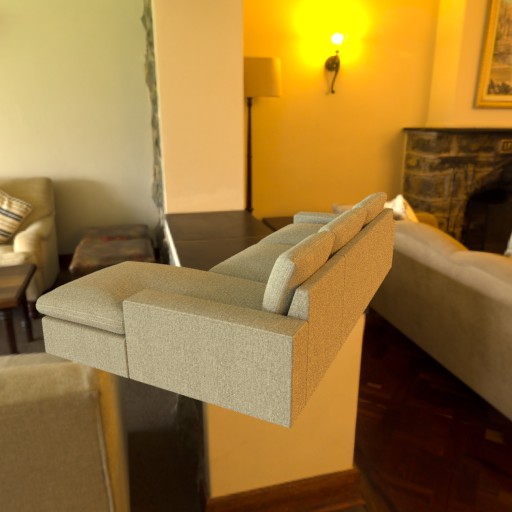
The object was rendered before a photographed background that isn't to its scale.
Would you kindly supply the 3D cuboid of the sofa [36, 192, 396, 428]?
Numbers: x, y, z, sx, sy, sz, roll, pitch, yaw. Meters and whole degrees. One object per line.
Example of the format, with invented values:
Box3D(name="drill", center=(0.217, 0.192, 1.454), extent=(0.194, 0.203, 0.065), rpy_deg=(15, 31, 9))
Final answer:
Box3D(name="sofa", center=(0.000, 0.000, 3.498), extent=(1.689, 0.813, 2.718), rpy_deg=(8, 19, 25))
